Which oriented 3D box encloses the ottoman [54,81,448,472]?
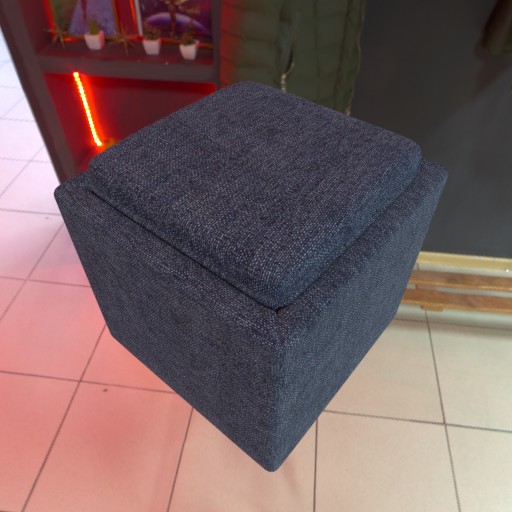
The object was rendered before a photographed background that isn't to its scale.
[{"bbox_3d":[0.000,0.000,0.813,0.450,0.460,0.450,31,53,27],"label":"ottoman"}]
